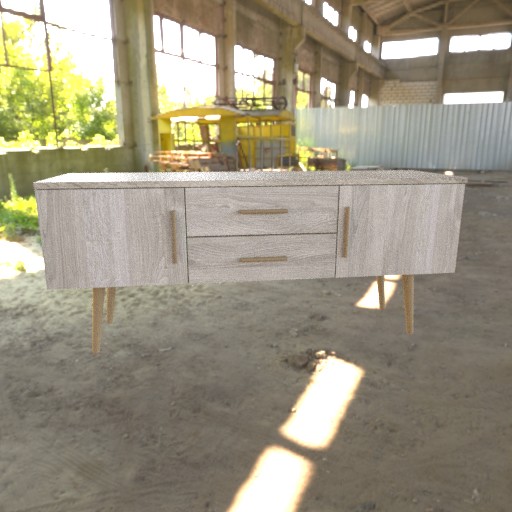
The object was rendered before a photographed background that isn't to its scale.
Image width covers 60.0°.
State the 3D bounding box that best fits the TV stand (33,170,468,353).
[{"bbox_3d":[0.000,0.000,1.574,1.313,0.565,0.401,-2,15,-8],"label":"TV stand"}]
